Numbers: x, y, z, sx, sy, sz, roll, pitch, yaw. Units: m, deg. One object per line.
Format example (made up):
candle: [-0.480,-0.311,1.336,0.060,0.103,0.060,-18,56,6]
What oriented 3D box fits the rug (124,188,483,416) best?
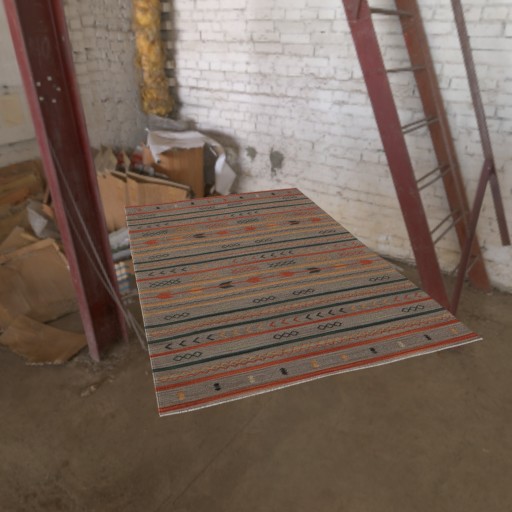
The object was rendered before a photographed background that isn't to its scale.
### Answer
rug: [0.000,0.000,2.290,1.220,0.017,1.835,-9,29,-16]
